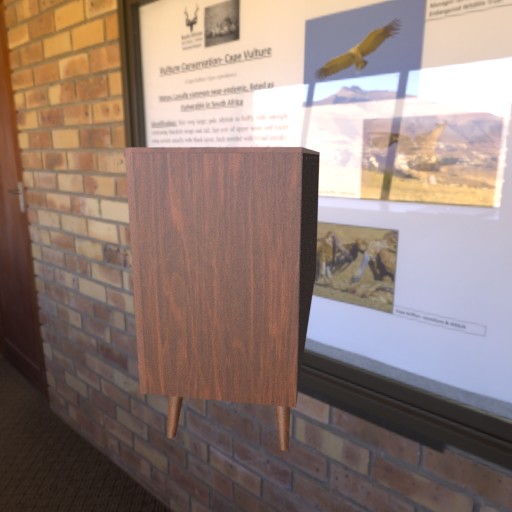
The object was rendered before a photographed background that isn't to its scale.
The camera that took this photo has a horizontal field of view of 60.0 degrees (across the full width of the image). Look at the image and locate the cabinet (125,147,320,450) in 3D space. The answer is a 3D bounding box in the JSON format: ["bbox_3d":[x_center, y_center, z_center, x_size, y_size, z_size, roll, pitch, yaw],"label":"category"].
[{"bbox_3d":[0.000,0.000,2.034,0.505,0.940,1.575,2,13,9],"label":"cabinet"}]
